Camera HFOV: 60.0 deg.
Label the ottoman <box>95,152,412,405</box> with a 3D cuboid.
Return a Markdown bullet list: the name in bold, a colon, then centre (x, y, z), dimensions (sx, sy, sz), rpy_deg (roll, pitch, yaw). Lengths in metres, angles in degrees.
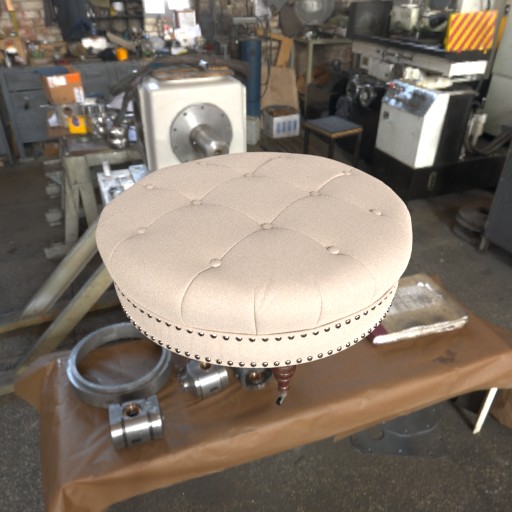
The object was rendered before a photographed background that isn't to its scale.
- **ottoman**: centre (0.000, 0.000, 1.373), dimensions (0.901, 0.439, 0.901), rpy_deg (0, 32, 0)
